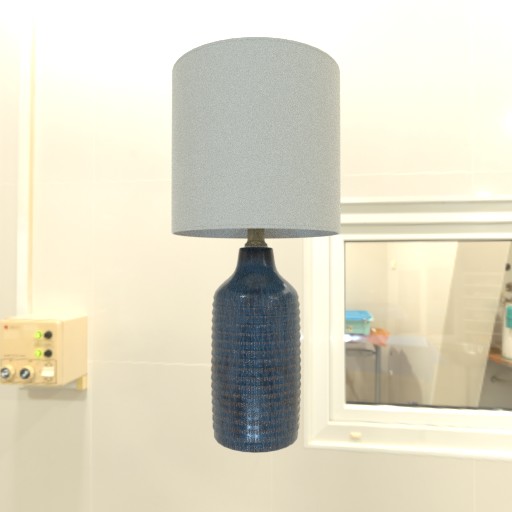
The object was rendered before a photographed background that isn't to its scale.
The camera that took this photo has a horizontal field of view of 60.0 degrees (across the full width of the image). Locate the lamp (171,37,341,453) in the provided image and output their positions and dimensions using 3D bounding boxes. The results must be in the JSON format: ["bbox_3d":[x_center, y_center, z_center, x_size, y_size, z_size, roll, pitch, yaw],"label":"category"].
[{"bbox_3d":[0.000,0.000,0.589,0.220,0.475,0.220,0,-1,0],"label":"lamp"}]
